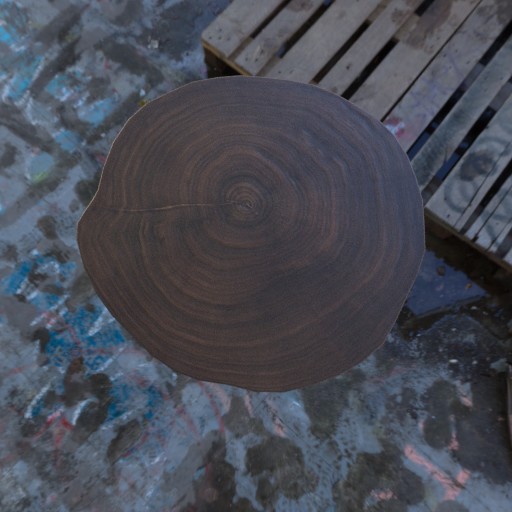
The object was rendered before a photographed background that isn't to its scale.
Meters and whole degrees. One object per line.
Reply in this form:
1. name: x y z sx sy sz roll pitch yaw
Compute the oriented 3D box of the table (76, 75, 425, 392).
1. table: 0.000 0.000 0.864 0.494 0.476 0.477 40 79 9
